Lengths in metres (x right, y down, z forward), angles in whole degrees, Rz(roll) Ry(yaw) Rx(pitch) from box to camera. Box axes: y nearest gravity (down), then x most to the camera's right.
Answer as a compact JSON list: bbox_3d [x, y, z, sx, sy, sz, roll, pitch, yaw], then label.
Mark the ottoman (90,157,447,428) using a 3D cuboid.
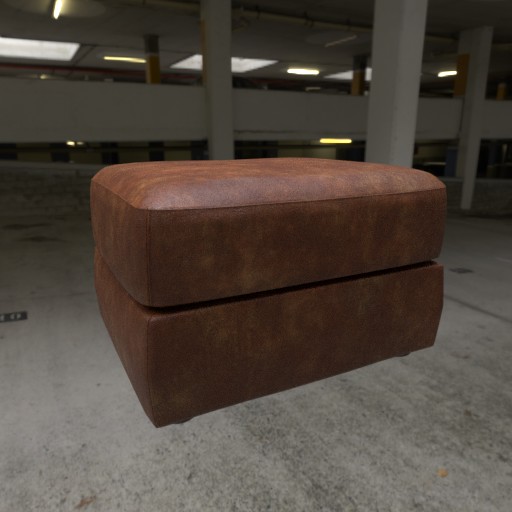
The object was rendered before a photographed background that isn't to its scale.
[{"bbox_3d":[0.000,0.000,1.142,0.751,0.476,0.603,-8,17,-26],"label":"ottoman"}]
